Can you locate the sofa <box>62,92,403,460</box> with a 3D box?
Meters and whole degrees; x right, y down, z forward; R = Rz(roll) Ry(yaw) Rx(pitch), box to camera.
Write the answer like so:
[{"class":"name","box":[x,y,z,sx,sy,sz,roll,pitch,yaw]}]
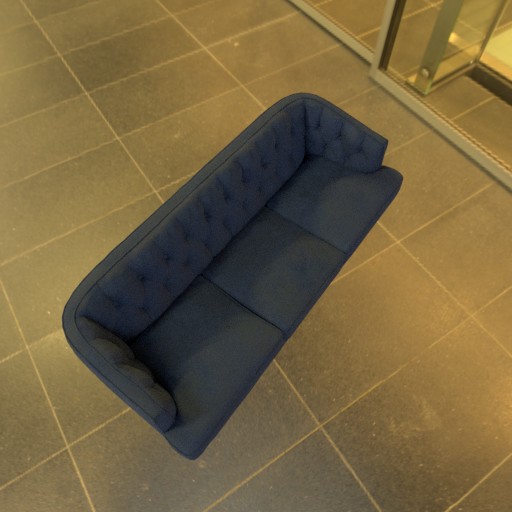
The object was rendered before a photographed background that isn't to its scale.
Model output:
[{"class":"sofa","box":[0.000,0.000,2.774,0.941,0.855,2.278,33,64,18]}]
